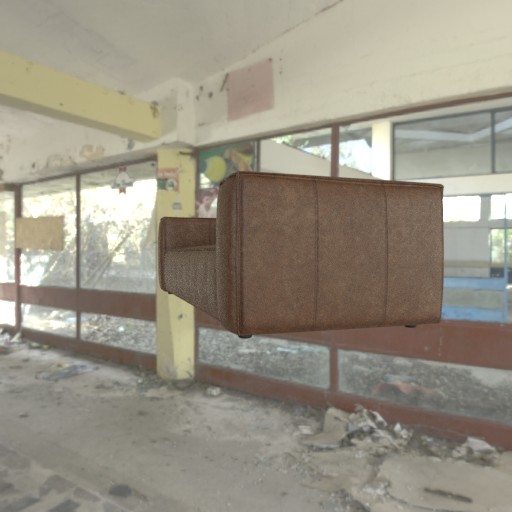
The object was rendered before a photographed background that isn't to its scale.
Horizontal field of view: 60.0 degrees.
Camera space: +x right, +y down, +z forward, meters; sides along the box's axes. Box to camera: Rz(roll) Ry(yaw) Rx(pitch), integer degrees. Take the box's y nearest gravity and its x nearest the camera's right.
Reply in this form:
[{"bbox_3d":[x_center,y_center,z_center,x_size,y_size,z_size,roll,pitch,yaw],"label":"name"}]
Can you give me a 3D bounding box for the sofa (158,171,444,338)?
[{"bbox_3d":[0.000,0.000,3.124,1.102,0.701,2.581,0,0,-19],"label":"sofa"}]
